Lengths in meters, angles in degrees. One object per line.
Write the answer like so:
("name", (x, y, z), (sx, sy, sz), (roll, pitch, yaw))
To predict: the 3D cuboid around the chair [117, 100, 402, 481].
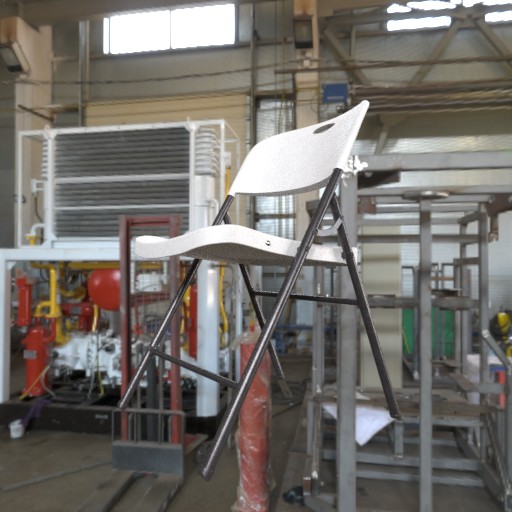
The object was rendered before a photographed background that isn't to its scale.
("chair", (0.000, 0.000, 1.148), (0.566, 0.810, 0.494), (1, -1, -35))
